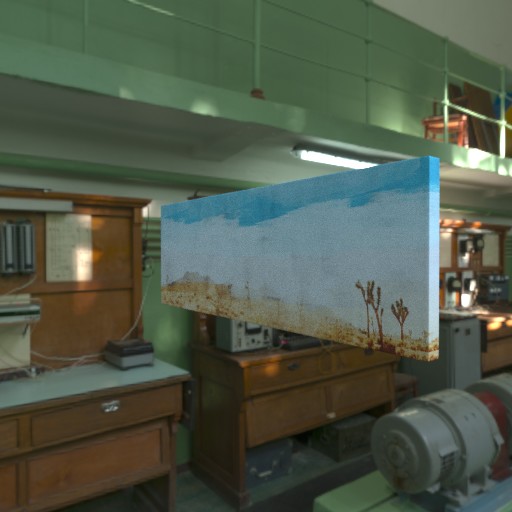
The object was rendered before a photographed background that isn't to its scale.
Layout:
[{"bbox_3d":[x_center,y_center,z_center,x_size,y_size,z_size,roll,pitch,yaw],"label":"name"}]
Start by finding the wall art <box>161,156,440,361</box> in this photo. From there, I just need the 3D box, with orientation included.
[{"bbox_3d":[0.000,0.000,0.859,0.044,0.254,0.759,-1,1,-37],"label":"wall art"}]
